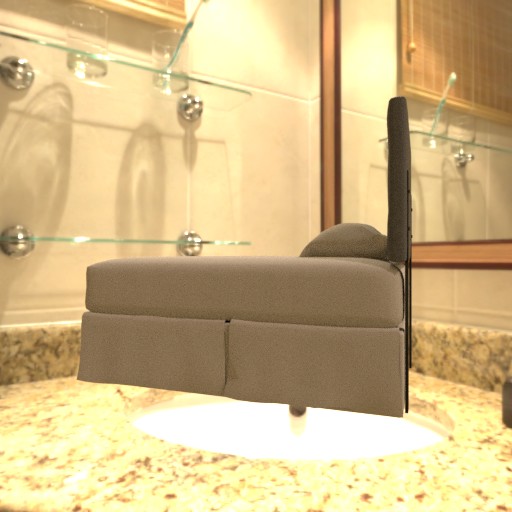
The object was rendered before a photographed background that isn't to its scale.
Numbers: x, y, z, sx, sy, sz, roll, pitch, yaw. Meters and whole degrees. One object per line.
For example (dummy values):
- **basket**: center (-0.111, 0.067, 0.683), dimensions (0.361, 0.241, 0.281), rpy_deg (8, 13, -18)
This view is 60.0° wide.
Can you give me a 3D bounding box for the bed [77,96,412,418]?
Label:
- **bed**: center (0.000, 0.000, 3.019), dimensions (1.997, 1.571, 1.261), rpy_deg (0, 0, 20)
